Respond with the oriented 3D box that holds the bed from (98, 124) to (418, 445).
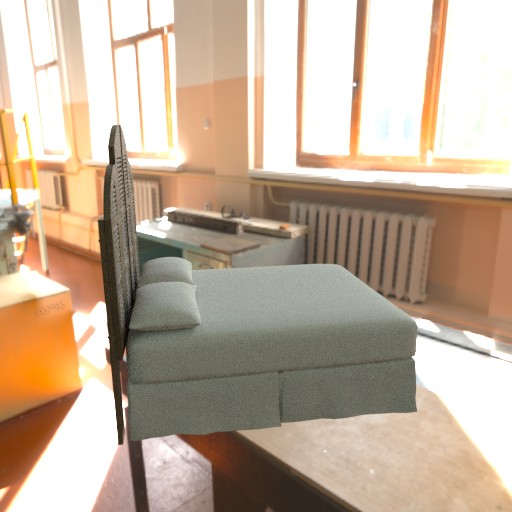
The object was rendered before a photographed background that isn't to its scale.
[{"bbox_3d":[0.000,0.000,3.574,2.138,2.019,1.713,-3,15,-10],"label":"bed"}]
